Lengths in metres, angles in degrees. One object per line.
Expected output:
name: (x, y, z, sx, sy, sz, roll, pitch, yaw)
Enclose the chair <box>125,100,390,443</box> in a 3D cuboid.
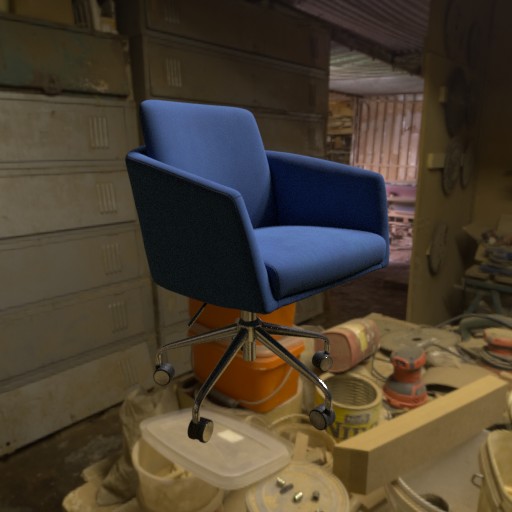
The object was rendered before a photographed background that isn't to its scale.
chair: (0.000, 0.000, 1.334, 0.635, 0.908, 0.641, 13, 18, 43)
